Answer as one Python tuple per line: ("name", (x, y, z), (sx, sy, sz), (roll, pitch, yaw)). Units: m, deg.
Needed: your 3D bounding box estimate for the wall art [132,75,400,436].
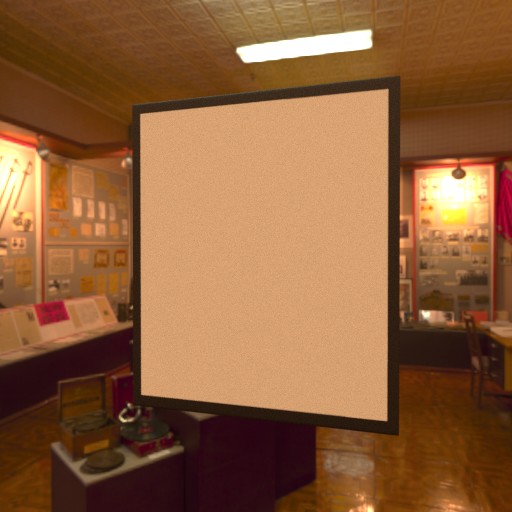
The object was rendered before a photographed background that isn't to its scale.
("wall art", (0.000, 0.000, 0.698), (0.430, 0.509, 0.021), (0, 1, 17))
